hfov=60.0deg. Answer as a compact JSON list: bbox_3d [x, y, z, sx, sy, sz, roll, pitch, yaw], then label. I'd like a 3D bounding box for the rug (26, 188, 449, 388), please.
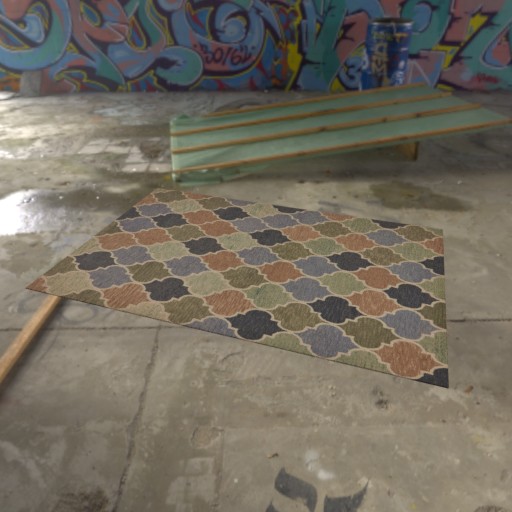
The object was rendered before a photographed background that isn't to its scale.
[{"bbox_3d":[0.000,0.000,2.279,1.828,0.006,1.216,10,33,16],"label":"rug"}]
